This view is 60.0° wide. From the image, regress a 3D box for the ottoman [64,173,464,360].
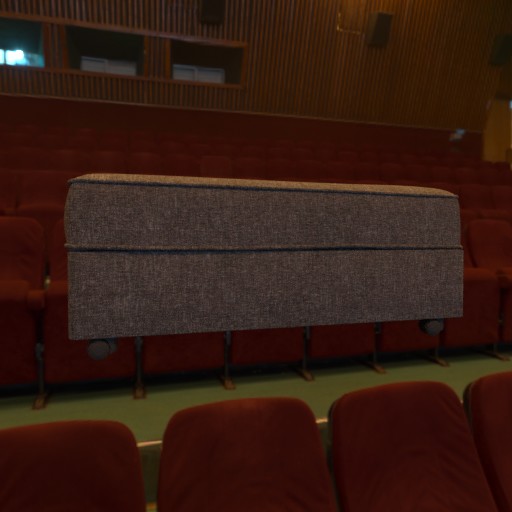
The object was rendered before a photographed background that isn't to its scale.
[{"bbox_3d":[0.000,0.000,1.549,1.184,0.487,0.717,0,2,-17],"label":"ottoman"}]
